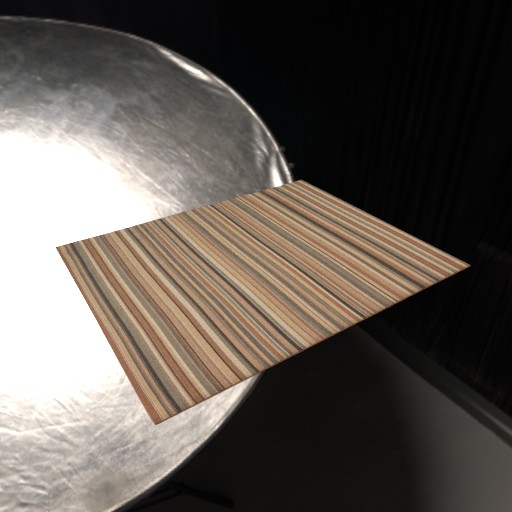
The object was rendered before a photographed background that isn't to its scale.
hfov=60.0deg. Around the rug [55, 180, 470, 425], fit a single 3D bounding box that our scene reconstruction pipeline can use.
[{"bbox_3d":[0.000,0.000,4.137,3.045,0.011,2.436,-20,37,-28],"label":"rug"}]
